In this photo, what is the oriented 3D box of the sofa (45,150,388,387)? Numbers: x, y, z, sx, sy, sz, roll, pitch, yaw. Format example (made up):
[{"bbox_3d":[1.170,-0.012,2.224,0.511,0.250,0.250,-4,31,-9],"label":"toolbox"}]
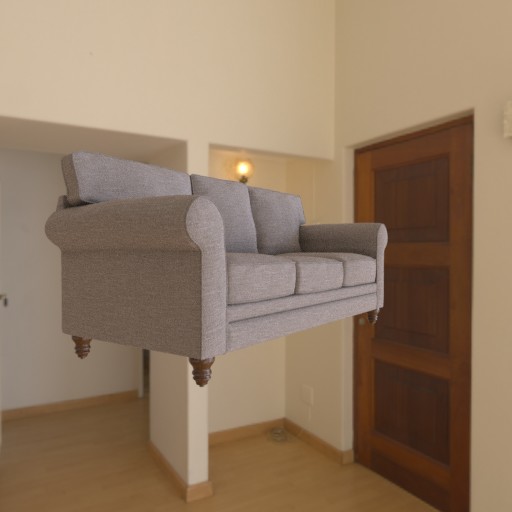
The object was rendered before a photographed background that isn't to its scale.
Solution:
[{"bbox_3d":[0.000,0.000,2.595,0.916,0.961,2.084,0,1,35],"label":"sofa"}]
